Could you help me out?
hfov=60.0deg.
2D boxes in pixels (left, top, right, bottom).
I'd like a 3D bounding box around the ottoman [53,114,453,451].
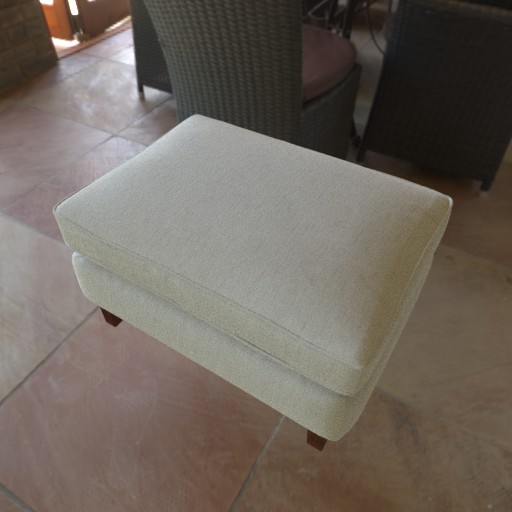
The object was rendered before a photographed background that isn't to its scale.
[{"bbox_3d":[0.000,0.000,0.961,0.665,0.406,0.501,24,50,22],"label":"ottoman"}]
